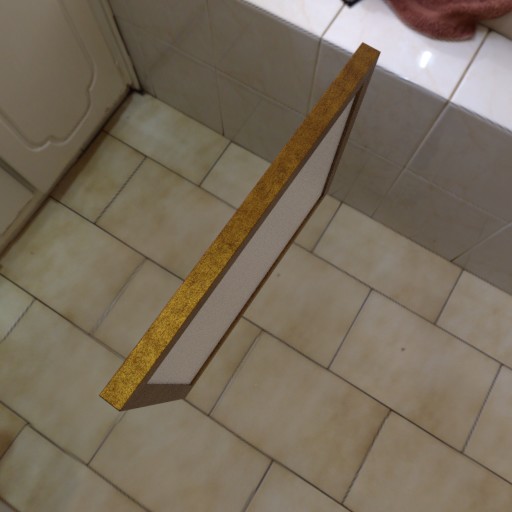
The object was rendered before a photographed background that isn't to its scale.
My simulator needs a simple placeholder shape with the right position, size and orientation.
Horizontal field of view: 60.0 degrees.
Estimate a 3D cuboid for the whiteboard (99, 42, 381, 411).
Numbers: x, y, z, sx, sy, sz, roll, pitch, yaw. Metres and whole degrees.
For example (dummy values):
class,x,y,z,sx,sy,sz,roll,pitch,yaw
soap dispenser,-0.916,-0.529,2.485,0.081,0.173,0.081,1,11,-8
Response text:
class,x,y,z,sx,sy,sz,roll,pitch,yaw
whiteboard,0.000,0.000,0.761,0.029,0.457,0.561,33,77,9
